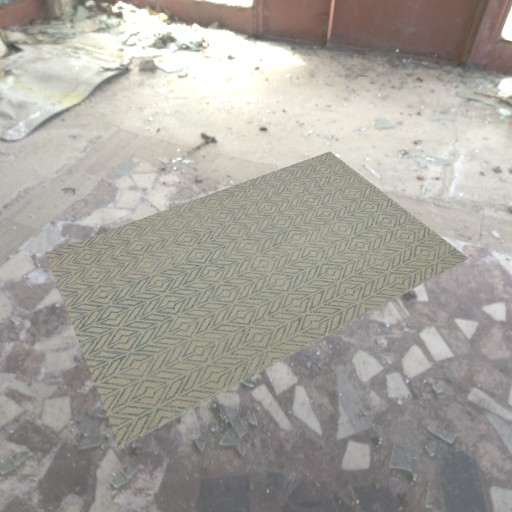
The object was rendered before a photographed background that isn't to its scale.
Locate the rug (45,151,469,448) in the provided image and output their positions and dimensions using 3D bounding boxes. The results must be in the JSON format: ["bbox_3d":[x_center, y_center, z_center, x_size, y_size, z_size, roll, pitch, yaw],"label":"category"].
[{"bbox_3d":[0.000,0.000,3.011,2.441,0.008,1.526,-23,50,-21],"label":"rug"}]
